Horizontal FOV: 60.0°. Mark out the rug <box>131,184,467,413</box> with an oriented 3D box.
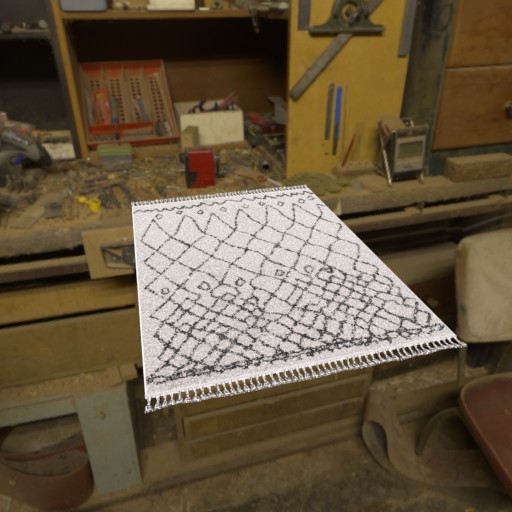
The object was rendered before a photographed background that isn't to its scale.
[{"bbox_3d":[0.000,0.000,3.040,1.613,0.017,2.312,-8,31,-13],"label":"rug"}]
